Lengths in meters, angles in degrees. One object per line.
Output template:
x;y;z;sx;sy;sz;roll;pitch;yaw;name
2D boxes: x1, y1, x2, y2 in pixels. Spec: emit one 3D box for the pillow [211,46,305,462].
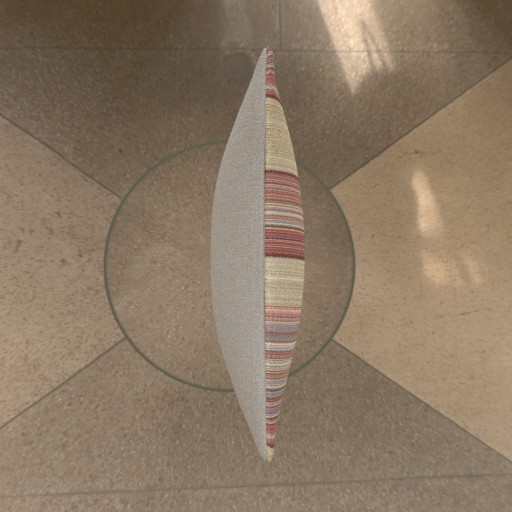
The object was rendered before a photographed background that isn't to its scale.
0.000;0.000;0.658;0.136;0.419;0.437;0;89;-3;pillow
